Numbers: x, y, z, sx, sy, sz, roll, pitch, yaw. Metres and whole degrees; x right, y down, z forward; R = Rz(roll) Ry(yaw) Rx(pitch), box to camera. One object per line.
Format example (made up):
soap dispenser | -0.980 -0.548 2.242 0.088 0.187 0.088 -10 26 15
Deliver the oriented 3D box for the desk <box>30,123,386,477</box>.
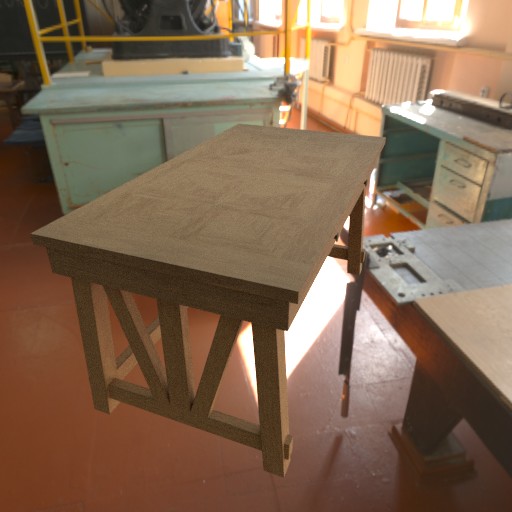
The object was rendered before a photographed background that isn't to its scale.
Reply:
desk | 0.000 0.000 1.949 0.813 0.762 1.499 11 31 19
